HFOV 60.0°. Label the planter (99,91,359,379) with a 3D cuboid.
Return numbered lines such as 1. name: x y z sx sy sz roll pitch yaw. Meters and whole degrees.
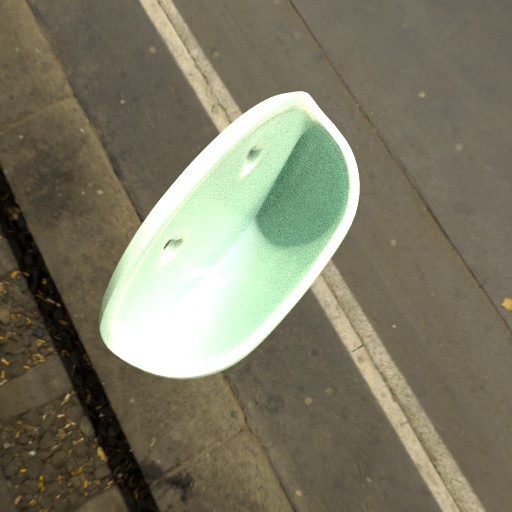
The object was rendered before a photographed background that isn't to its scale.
1. planter: 0.000 0.000 0.266 0.073 0.164 0.189 39 80 8
